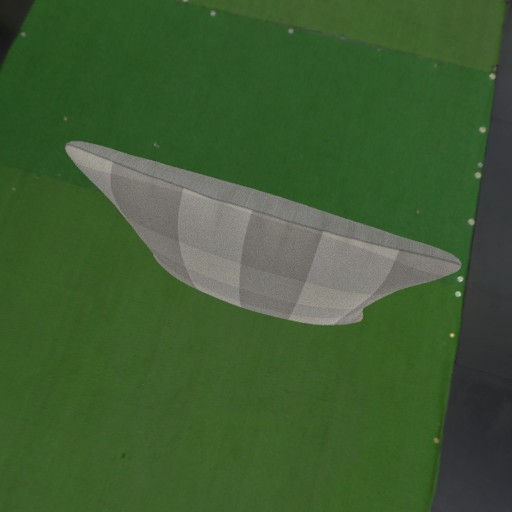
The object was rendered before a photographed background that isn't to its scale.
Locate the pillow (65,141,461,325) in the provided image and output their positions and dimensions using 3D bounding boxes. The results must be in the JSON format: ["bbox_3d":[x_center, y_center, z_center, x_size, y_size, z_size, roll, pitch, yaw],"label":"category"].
[{"bbox_3d":[0.000,0.000,0.785,0.511,0.509,0.161,17,76,5],"label":"pillow"}]
